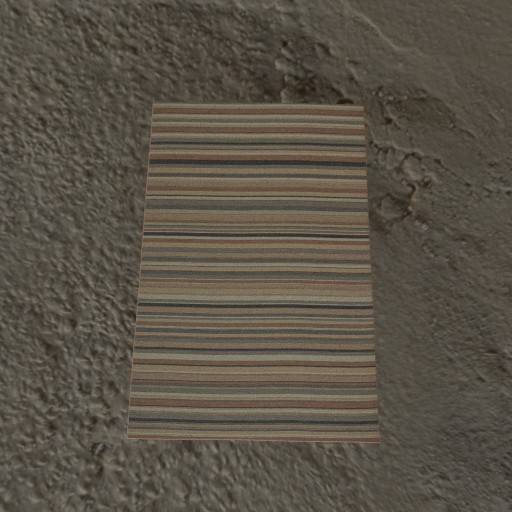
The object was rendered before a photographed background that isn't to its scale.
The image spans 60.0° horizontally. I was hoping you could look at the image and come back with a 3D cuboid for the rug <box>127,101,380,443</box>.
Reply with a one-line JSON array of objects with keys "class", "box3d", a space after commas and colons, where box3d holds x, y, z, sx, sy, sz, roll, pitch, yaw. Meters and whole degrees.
[{"class": "rug", "box3d": [0.000, 0.000, 2.348, 1.219, 0.008, 1.829, 1, 76, 0]}]
